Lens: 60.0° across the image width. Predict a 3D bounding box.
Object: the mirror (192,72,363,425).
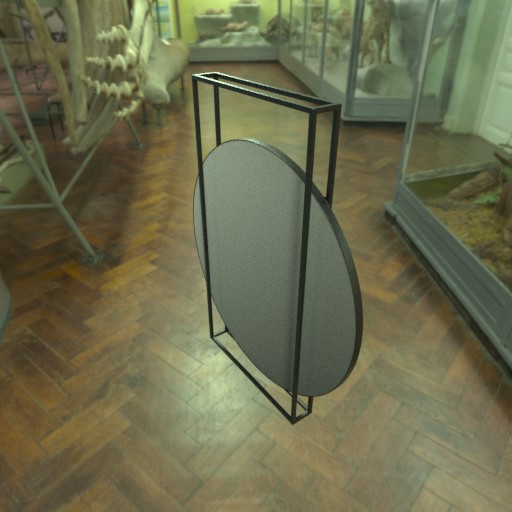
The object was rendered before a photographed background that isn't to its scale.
[{"bbox_3d":[0.000,0.000,0.833,0.051,0.603,0.508,-21,37,-30],"label":"mirror"}]
